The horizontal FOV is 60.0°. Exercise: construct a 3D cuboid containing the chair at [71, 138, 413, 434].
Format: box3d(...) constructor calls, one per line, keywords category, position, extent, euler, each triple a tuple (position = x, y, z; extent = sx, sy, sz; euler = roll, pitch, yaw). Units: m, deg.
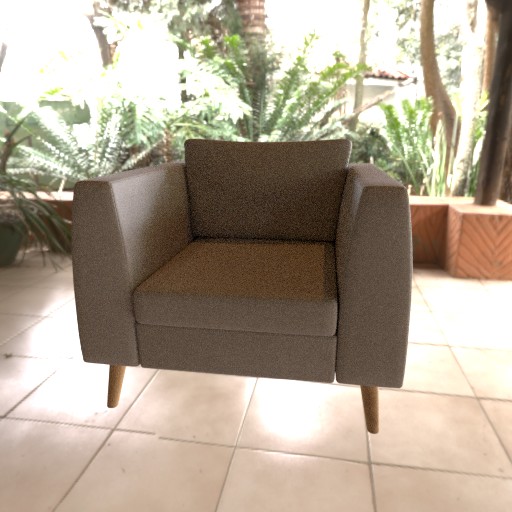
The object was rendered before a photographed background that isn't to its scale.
box3d(category="chair", position=(0.000, 0.000, 1.697), extent=(1.000, 0.860, 0.930), euler=(2, 16, 8))
